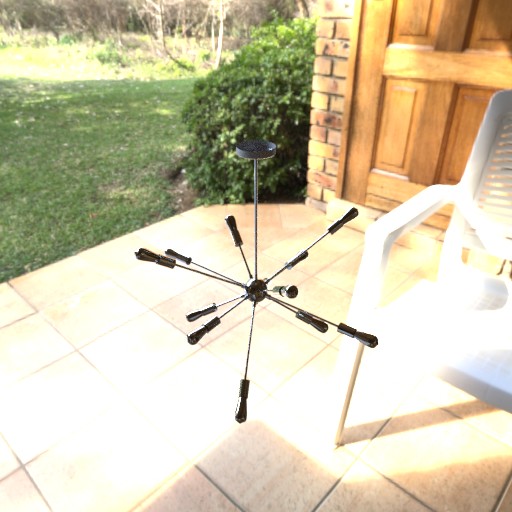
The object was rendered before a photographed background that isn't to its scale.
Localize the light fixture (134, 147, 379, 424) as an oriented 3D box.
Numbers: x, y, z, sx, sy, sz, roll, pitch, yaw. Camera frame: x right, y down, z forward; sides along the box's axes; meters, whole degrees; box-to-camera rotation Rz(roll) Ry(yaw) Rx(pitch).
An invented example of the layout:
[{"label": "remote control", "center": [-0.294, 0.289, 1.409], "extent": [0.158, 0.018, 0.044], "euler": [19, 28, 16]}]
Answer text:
[{"label": "light fixture", "center": [0.000, 0.000, 1.109], "extent": [0.684, 0.558, 0.509], "euler": [21, 37, 31]}]
